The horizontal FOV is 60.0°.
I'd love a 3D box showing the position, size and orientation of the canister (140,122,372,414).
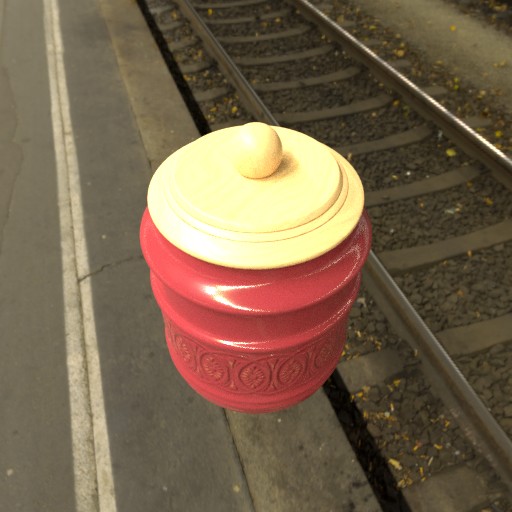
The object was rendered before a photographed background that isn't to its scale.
[{"bbox_3d":[0.000,0.000,0.272,0.130,0.176,0.130,0,47,0],"label":"canister"}]
